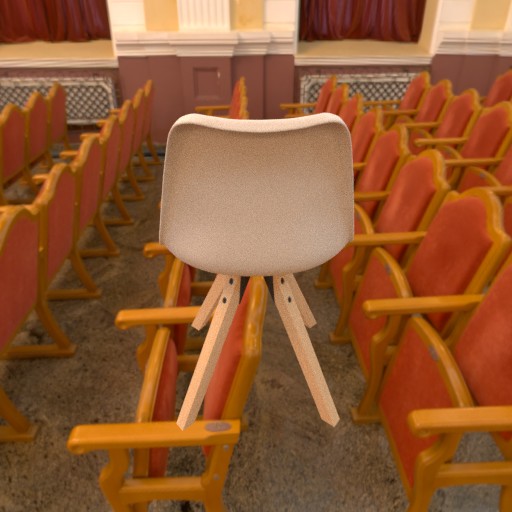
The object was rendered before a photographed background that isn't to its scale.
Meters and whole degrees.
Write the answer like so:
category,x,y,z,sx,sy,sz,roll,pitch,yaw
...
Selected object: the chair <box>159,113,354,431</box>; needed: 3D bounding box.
category,x,y,z,sx,sy,sz,roll,pitch,yaw
chair,0.000,0.000,1.194,0.485,0.850,0.550,-1,30,-2
